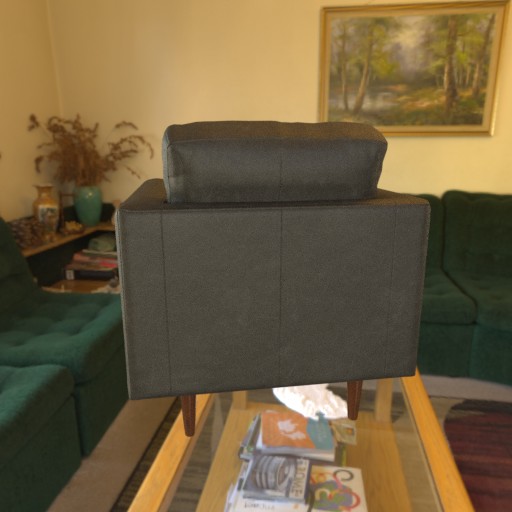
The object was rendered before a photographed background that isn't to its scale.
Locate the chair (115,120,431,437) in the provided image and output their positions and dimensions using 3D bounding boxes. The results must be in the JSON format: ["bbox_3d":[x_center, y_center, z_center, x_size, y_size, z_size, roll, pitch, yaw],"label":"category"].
[{"bbox_3d":[0.000,0.000,1.576,0.831,0.898,0.879,-2,15,-9],"label":"chair"}]
